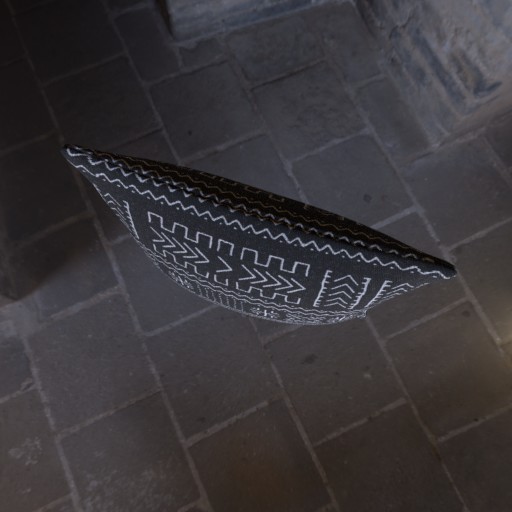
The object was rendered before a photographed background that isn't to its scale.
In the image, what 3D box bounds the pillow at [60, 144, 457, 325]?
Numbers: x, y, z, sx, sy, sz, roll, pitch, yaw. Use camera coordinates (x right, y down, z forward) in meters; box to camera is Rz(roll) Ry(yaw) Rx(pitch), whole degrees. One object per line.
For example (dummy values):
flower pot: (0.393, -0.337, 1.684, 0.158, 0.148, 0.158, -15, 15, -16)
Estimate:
pillow: (0.000, 0.000, 0.658, 0.438, 0.430, 0.164, 18, 77, 4)
